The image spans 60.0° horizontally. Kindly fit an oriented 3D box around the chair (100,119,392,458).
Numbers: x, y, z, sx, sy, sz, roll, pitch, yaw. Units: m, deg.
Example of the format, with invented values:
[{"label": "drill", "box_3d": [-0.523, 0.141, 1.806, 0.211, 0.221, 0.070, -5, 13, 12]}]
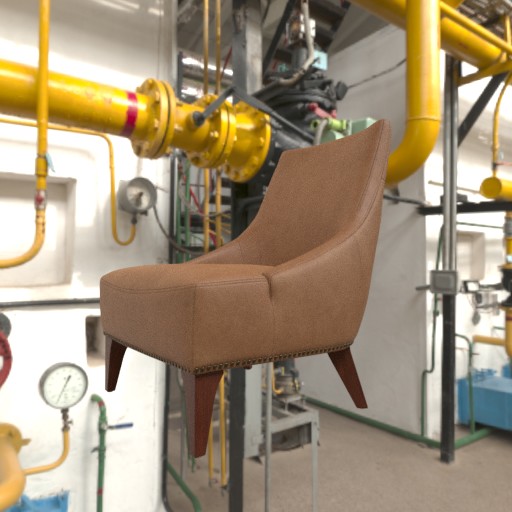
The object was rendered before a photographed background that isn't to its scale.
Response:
[{"label": "chair", "box_3d": [0.000, 0.000, 1.465, 0.861, 0.909, 0.701, 1, -1, -36]}]
